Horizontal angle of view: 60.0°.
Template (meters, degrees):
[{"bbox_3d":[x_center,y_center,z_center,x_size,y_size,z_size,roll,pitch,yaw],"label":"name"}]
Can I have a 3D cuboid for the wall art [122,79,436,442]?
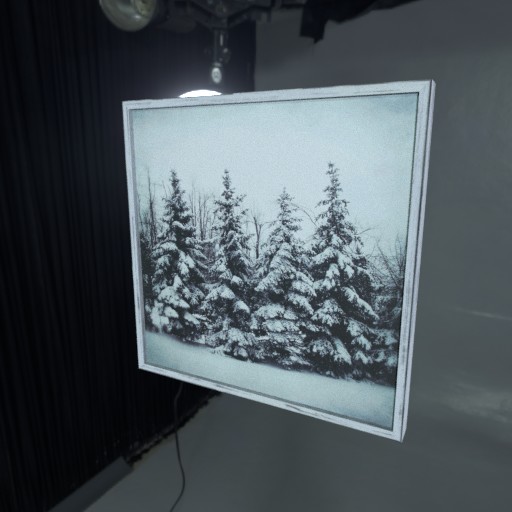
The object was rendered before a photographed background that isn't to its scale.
[{"bbox_3d":[0.000,0.000,0.729,0.506,0.506,0.038,7,14,27],"label":"wall art"}]
